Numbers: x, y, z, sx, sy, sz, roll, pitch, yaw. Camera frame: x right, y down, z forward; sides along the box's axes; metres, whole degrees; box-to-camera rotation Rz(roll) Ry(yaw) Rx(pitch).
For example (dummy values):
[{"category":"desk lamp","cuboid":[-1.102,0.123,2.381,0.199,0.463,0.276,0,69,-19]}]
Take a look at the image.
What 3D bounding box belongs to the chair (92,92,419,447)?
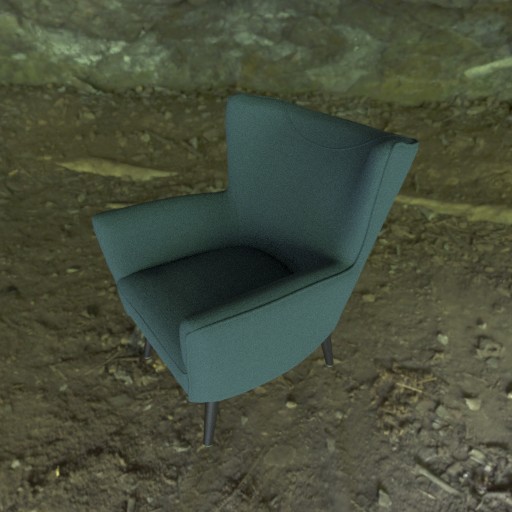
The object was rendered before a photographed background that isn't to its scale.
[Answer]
[{"category":"chair","cuboid":[0.000,0.000,1.549,0.888,0.933,0.781,-20,37,-29]}]
